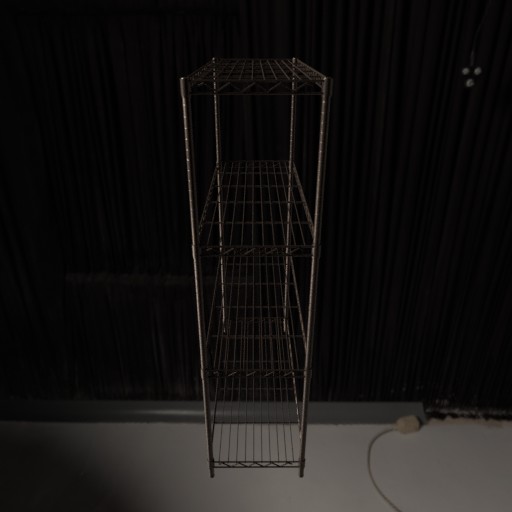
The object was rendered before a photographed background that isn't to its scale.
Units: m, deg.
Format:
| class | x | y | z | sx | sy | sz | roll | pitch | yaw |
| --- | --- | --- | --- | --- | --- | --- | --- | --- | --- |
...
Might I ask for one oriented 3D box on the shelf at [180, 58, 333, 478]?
| class | x | y | z | sx | sy | sz | roll | pitch | yaw |
| --- | --- | --- | --- | --- | --- | --- | --- | --- | --- |
| shelf | 0.000 | 0.000 | 1.716 | 0.352 | 1.361 | 0.907 | 0 | 27 | 0 |
